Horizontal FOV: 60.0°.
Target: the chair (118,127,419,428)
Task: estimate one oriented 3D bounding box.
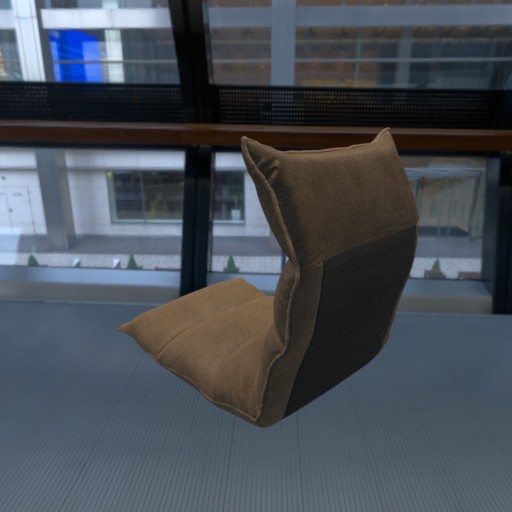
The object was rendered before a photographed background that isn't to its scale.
[{"bbox_3d":[0.000,0.000,1.606,0.714,0.892,0.985,-16,24,-41],"label":"chair"}]
